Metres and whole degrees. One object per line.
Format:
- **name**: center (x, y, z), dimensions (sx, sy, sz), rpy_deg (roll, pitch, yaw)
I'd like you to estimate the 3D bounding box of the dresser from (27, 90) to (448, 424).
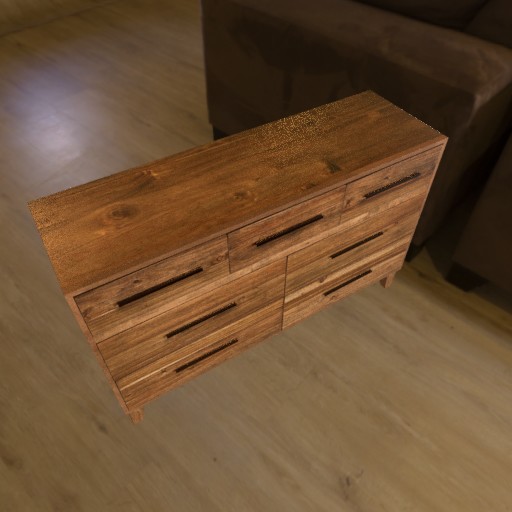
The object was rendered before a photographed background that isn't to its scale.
- **dresser**: center (0.000, 0.000, 1.818), dimensions (1.400, 0.873, 0.446), rpy_deg (-24, 52, -21)
